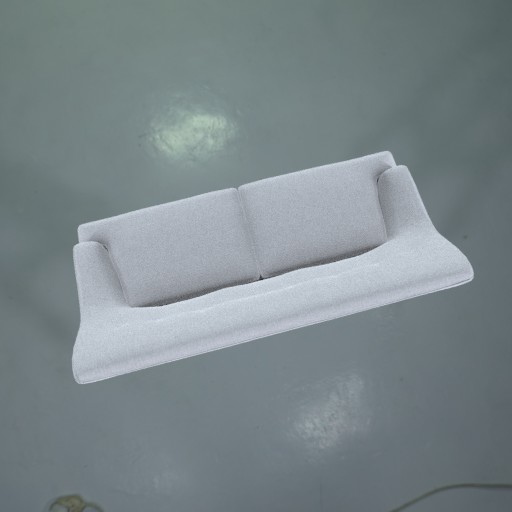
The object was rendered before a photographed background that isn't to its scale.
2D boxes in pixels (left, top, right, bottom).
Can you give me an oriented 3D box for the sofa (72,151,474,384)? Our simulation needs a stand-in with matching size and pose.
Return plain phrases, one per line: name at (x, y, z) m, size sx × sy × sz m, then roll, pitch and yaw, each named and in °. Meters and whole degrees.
sofa at (0.000, 0.000, 2.612) m, size 2.057 × 0.871 × 0.978 m, roll -14°, pitch 76°, yaw -3°
